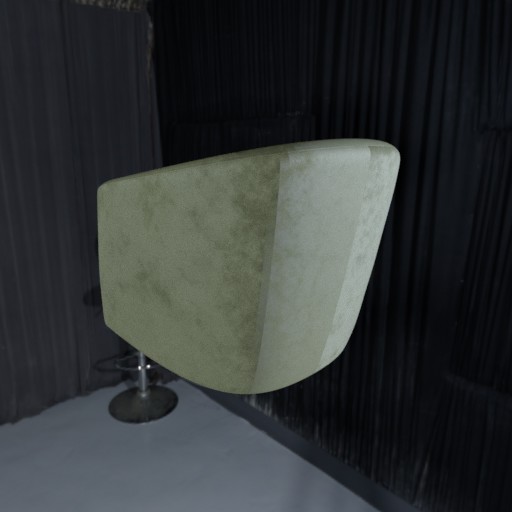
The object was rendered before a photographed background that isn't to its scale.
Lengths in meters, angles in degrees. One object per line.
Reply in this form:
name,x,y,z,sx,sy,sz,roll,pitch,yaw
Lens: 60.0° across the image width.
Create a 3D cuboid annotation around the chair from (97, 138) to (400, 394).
chair,0.000,0.000,1.371,0.773,0.698,0.767,-13,20,-42
